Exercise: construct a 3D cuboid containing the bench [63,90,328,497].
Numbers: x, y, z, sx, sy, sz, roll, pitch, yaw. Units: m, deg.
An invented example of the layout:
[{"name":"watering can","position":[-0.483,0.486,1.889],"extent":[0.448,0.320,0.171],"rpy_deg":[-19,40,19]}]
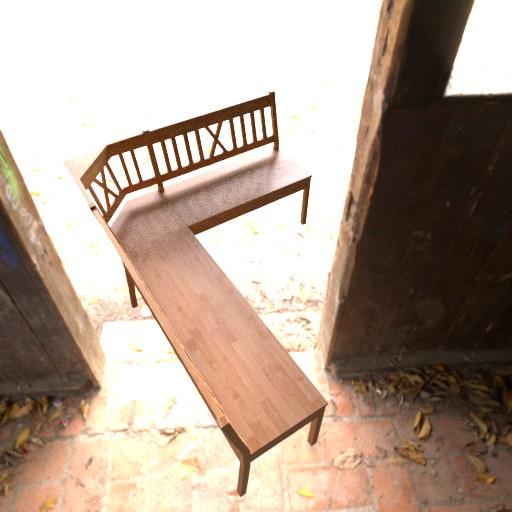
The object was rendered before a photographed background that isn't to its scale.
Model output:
[{"name":"bench","position":[0.000,0.000,2.673],"extent":[1.537,0.902,1.937],"rpy_deg":[-25,51,-22]}]
